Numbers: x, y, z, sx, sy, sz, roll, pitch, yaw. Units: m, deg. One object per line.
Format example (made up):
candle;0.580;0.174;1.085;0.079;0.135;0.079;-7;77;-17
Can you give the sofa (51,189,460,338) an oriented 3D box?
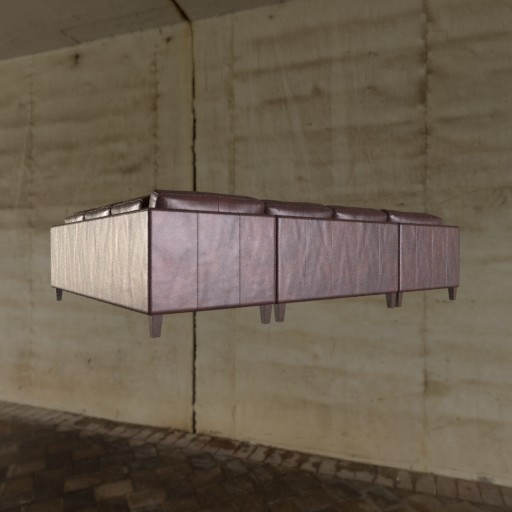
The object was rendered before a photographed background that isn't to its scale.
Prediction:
sofa;0.000;0.000;4.459;3.324;0.891;2.452;-1;1;-37
